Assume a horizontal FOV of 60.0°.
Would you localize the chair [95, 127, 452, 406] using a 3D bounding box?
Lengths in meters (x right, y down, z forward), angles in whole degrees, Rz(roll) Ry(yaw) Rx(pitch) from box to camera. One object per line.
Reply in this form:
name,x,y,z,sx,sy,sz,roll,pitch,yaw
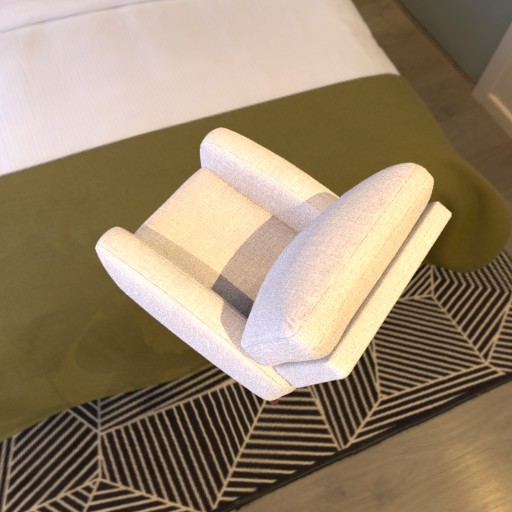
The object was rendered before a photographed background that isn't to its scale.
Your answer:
chair,0.000,0.000,1.667,0.990,0.990,0.762,34,68,16
